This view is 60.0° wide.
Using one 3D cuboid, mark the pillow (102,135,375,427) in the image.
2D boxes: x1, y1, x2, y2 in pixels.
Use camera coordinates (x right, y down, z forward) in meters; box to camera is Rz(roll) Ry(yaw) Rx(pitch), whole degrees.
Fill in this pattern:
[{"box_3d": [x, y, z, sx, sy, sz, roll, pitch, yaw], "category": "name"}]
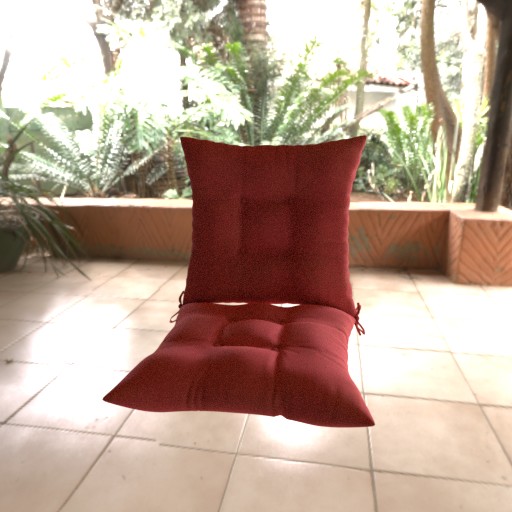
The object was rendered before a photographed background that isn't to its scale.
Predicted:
[{"box_3d": [0.000, 0.000, 1.018, 0.541, 0.536, 0.585, 2, 15, 9], "category": "pillow"}]
